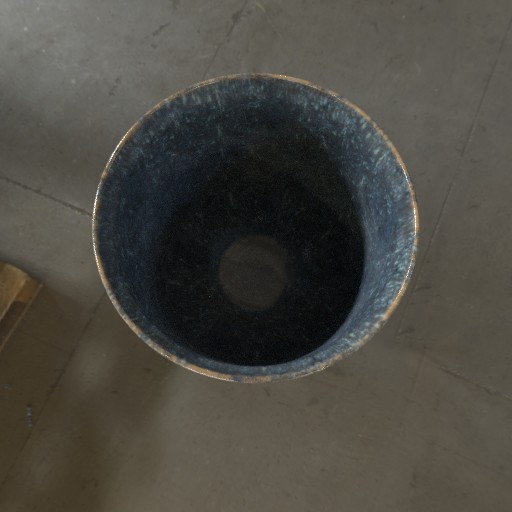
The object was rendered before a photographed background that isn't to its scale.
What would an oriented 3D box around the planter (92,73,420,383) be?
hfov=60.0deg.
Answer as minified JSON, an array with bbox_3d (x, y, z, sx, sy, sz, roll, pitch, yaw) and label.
[{"bbox_3d":[0.000,0.000,0.489,0.266,0.270,0.266,0,75,0],"label":"planter"}]
